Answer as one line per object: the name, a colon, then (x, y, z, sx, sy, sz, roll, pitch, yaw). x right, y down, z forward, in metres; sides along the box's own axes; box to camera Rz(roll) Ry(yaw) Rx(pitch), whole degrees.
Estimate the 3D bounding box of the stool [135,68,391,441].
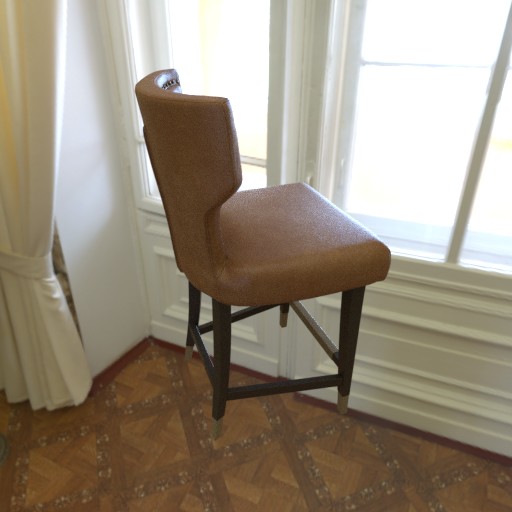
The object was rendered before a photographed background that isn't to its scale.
stool: (0.000, 0.000, 1.296, 0.563, 0.982, 0.526, -11, 32, -18)
